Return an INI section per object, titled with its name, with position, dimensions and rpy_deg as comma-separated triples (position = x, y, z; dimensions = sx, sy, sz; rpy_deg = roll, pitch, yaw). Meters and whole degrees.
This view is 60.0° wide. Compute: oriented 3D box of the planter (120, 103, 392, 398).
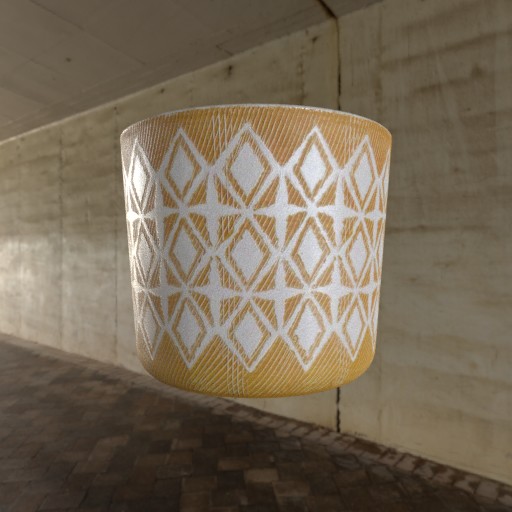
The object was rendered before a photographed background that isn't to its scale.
[planter]
position = 0.000, 0.000, 0.331
dimensions = 0.193, 0.165, 0.193
rpy_deg = 0, 1, 0
